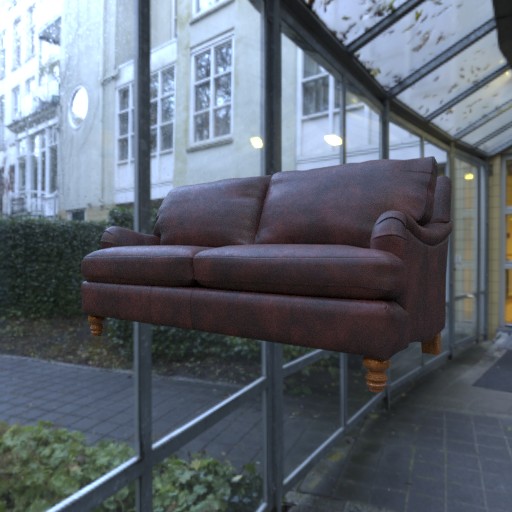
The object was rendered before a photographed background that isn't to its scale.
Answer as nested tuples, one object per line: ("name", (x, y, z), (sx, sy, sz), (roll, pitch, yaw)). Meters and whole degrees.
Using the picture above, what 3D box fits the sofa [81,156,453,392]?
("sofa", (0.000, 0.000, 2.757), (2.144, 1.071, 1.147), (0, 1, 37))
